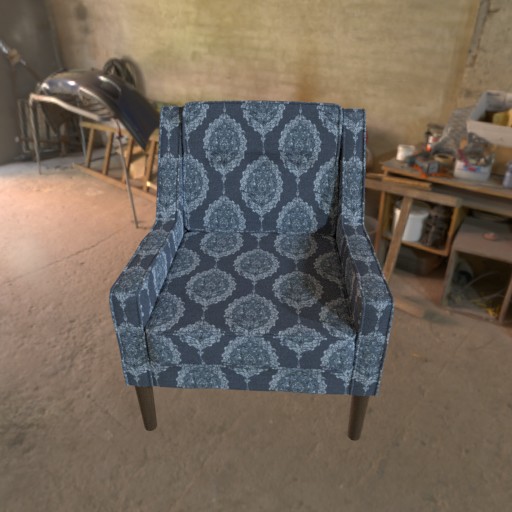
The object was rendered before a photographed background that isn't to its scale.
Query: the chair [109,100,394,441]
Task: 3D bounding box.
[{"bbox_3d":[0.000,0.000,1.329,0.663,0.792,0.743,2,31,3],"label":"chair"}]
